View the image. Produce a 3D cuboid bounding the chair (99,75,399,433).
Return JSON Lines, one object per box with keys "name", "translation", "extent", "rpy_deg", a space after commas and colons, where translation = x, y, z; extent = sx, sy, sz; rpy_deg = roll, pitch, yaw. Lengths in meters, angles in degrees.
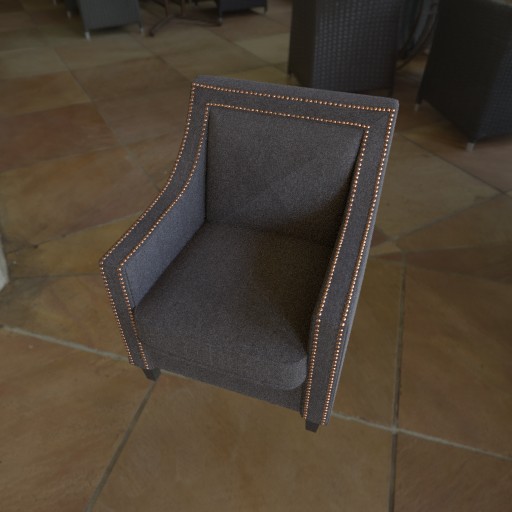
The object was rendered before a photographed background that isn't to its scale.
{"name": "chair", "translation": [0.000, 0.000, 1.635], "extent": [0.776, 0.967, 0.884], "rpy_deg": [13, 43, 14]}
